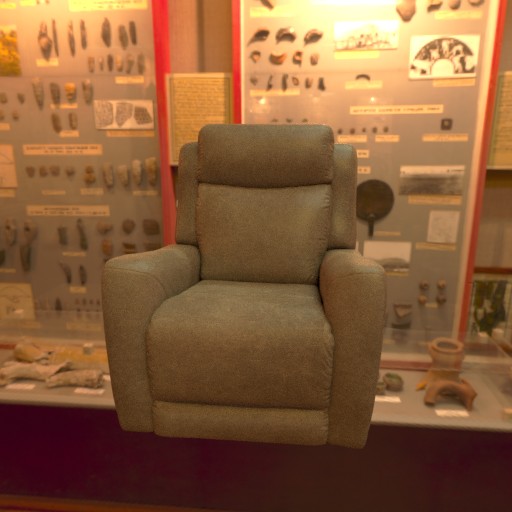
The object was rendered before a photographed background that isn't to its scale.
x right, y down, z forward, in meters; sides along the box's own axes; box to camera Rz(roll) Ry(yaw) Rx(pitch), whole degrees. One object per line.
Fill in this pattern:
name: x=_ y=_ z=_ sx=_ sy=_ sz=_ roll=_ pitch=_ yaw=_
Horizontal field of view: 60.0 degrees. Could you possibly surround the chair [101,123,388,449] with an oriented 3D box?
chair: x=0.000 y=0.000 z=1.912 sx=0.965 sy=1.116 sz=1.068 roll=2 pitch=15 yaw=7
